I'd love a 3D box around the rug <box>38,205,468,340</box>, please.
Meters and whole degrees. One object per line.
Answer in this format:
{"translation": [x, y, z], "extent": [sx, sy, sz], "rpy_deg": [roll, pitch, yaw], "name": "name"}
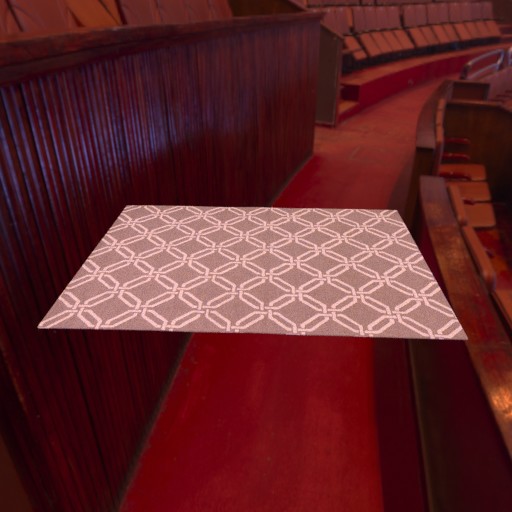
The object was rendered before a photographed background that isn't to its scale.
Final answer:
{"translation": [0.000, 0.000, 4.548], "extent": [3.419, 0.020, 2.441], "rpy_deg": [1, 30, 2], "name": "rug"}
